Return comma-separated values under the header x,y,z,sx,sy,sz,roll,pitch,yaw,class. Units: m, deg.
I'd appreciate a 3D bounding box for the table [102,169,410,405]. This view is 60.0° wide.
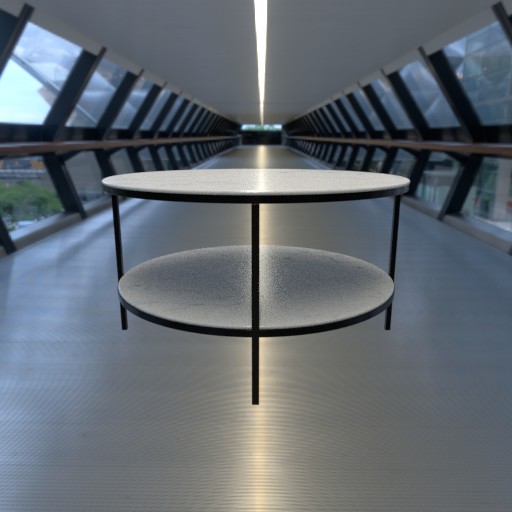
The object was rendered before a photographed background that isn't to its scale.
x,y,z,sx,sy,sz,roll,pitch,yaw,class
0.000,0.000,1.267,0.800,0.450,0.800,0,14,0,table
